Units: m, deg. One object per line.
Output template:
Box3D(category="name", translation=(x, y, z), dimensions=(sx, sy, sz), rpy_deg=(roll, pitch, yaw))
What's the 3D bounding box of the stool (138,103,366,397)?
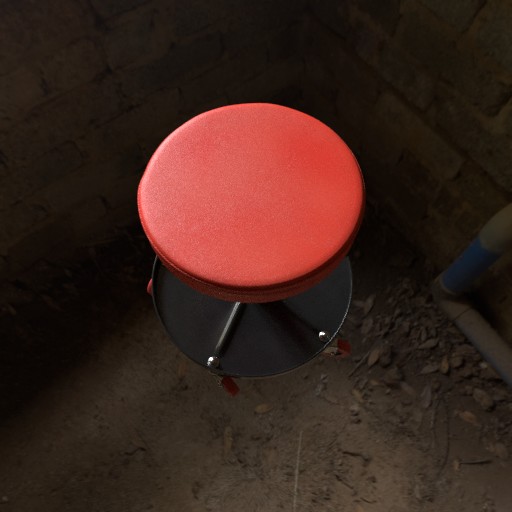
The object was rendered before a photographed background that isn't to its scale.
Box3D(category="stool", translation=(0.000, 0.000, 0.686), dimensions=(0.382, 0.365, 0.381), rpy_deg=(16, 65, 8))
